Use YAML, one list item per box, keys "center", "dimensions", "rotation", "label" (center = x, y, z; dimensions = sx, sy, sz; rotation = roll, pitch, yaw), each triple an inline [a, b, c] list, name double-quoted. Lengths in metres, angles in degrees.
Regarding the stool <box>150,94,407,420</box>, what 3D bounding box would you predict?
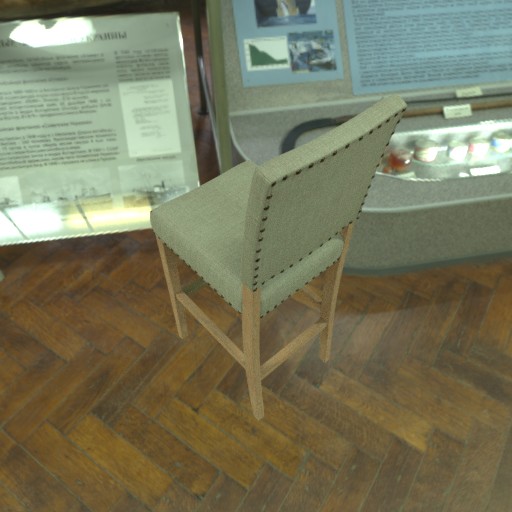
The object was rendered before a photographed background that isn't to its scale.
- center: [0.000, 0.000, 1.494]
  dimensions: [0.445, 1.203, 0.585]
  rotation: [-33, 56, -26]
  label: "stool"
